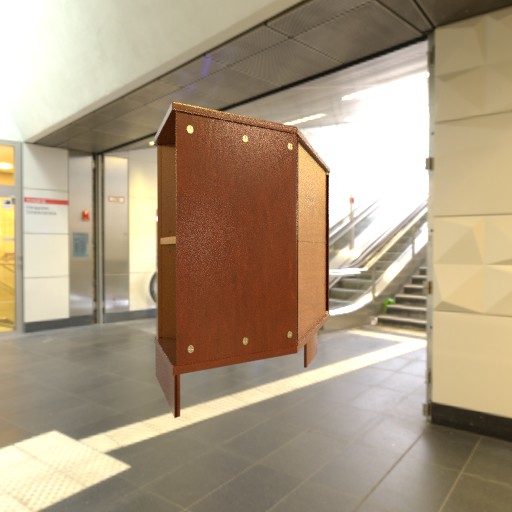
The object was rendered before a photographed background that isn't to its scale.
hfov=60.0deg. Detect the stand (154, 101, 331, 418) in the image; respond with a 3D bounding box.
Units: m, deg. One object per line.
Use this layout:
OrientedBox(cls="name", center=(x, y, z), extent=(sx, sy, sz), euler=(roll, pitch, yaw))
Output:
OrientedBox(cls="stand", center=(0.000, 0.000, 1.367), extent=(0.381, 0.614, 1.072), euler=(0, 1, 17))
